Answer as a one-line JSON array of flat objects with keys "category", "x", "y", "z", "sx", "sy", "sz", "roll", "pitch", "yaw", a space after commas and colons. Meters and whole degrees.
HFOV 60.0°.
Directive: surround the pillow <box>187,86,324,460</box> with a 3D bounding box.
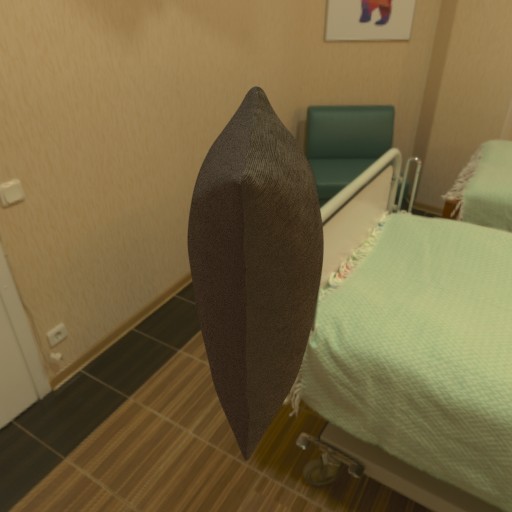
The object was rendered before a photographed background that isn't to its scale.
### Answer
[{"category": "pillow", "x": 0.000, "y": 0.000, "z": 0.708, "sx": 0.204, "sy": 0.439, "sz": 0.452, "roll": 1, "pitch": 32, "yaw": 2}]
